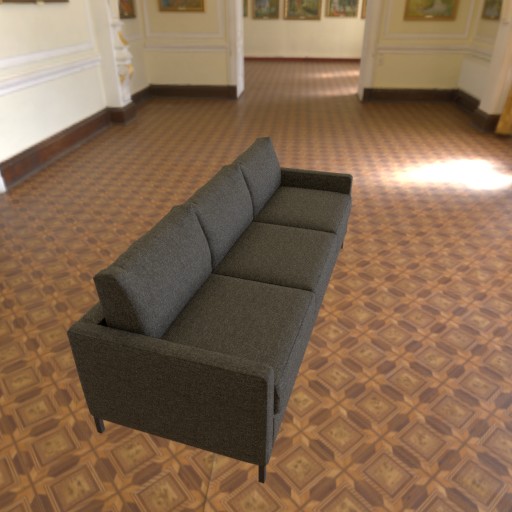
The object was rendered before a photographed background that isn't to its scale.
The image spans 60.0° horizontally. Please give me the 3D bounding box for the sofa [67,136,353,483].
[{"bbox_3d":[0.000,0.000,2.648,0.876,0.879,2.253,9,31,16],"label":"sofa"}]
